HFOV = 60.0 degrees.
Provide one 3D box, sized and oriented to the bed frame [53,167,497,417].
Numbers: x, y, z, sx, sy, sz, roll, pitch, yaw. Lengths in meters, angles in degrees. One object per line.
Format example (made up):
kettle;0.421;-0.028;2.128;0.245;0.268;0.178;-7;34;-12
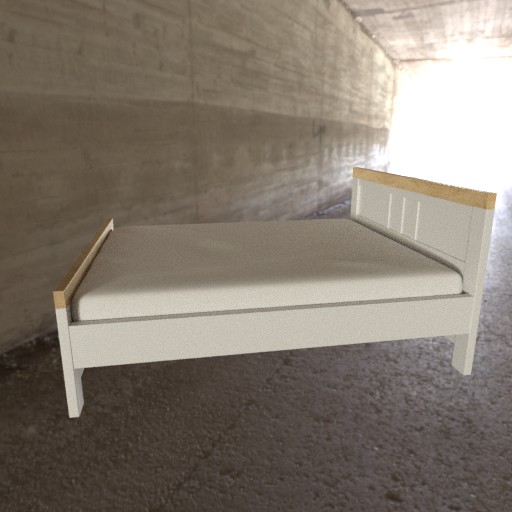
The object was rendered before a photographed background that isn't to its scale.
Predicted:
bed frame;0.000;0.000;2.868;2.050;0.980;1.670;-3;16;-10
